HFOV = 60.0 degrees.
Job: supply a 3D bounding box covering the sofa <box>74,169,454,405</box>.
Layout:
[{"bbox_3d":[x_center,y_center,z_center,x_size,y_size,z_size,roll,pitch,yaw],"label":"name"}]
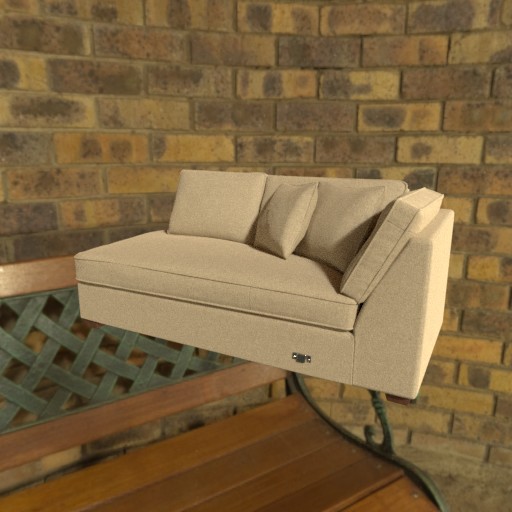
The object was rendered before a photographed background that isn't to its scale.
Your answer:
[{"bbox_3d":[0.000,0.000,2.884,2.237,1.033,1.110,7,16,27],"label":"sofa"}]
